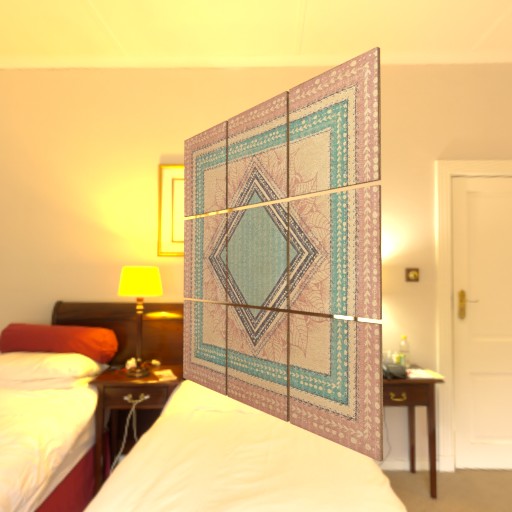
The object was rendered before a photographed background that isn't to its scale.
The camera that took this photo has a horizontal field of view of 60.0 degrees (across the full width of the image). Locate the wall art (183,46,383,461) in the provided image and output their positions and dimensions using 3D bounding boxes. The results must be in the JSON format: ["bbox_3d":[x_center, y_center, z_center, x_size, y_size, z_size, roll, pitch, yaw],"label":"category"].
[{"bbox_3d":[0.000,0.000,1.784,0.013,1.213,1.215,1,-2,-37],"label":"wall art"}]
